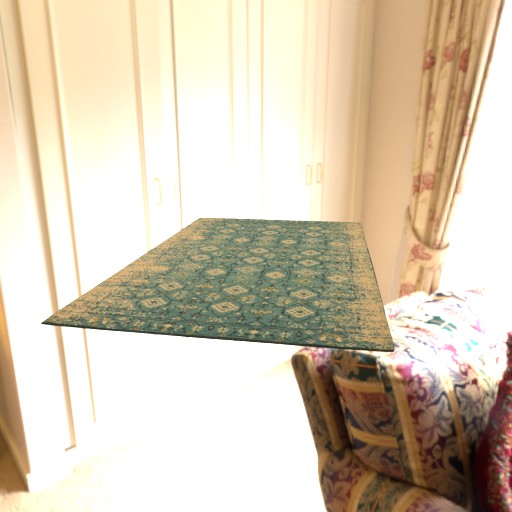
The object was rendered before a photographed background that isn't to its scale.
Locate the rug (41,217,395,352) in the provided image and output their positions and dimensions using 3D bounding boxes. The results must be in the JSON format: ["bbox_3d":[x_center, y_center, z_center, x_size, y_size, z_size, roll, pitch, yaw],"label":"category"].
[{"bbox_3d":[0.000,0.000,2.170,1.102,0.008,1.795,3,16,9],"label":"rug"}]
